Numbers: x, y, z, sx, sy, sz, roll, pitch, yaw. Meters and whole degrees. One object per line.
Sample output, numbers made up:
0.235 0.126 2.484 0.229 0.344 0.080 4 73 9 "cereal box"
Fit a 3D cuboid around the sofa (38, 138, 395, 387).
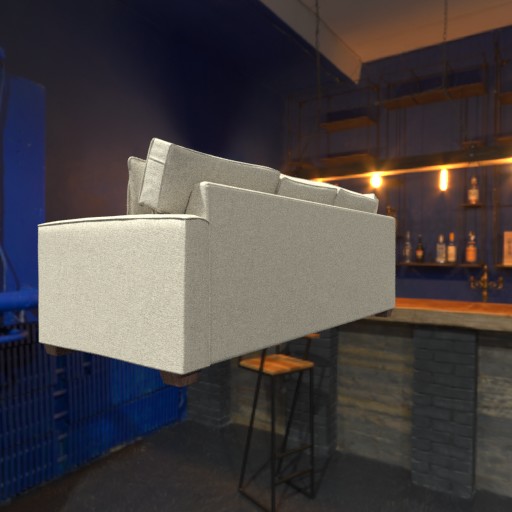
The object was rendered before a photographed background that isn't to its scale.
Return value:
0.000 0.000 2.811 1.053 0.948 2.323 0 1 36 "sofa"
